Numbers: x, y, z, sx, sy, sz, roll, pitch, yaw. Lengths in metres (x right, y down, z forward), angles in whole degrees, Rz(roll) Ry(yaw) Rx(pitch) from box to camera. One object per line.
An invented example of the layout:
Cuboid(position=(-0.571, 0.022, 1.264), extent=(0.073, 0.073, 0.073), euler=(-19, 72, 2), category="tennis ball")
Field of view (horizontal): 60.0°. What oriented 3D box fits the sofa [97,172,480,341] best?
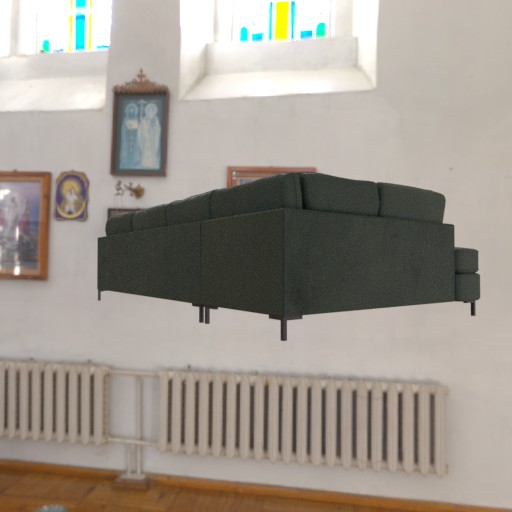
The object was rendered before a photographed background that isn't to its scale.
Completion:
Cuboid(position=(0.000, 0.000, 4.336), extent=(2.048, 0.996, 3.384), euler=(1, -1, -36), category="sofa")
